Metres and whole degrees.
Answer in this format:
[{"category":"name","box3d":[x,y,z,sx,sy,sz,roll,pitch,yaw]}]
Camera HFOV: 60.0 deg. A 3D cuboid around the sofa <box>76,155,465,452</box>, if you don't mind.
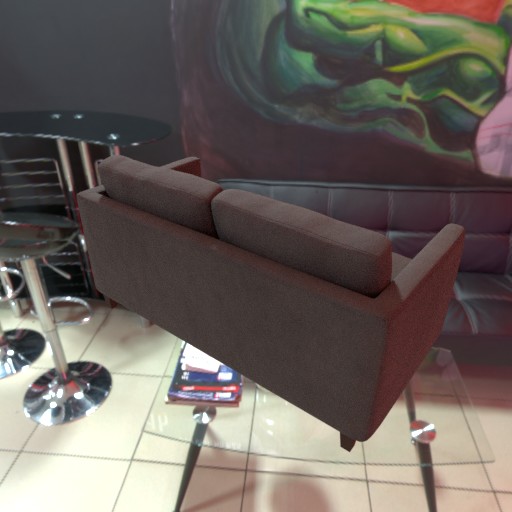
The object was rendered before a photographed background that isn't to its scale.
[{"category":"sofa","box3d":[0.000,0.000,2.428,1.884,0.963,0.950,21,36,33]}]
